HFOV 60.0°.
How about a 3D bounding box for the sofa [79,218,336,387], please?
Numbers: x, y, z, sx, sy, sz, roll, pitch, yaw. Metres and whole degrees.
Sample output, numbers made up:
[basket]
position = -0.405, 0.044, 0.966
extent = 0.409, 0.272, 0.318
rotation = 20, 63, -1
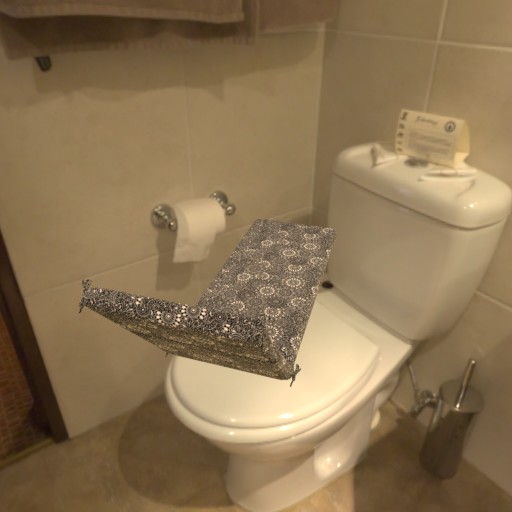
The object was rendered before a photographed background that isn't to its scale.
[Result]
[sofa]
position = 0.000, 0.000, 1.970
extent = 0.582, 0.622, 1.663
rotation = 9, 33, 15
